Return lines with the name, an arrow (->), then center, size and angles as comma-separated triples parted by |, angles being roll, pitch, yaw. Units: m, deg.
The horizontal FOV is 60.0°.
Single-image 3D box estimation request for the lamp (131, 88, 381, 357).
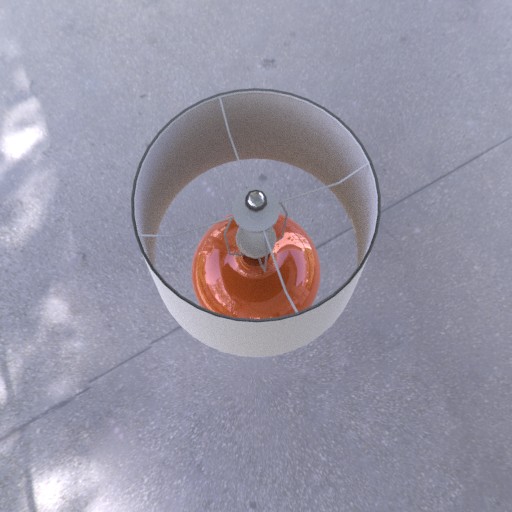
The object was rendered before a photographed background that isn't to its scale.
lamp -> 0.000, 0.000, 0.551 | 0.247, 0.387, 0.247 | 0, 75, 0
